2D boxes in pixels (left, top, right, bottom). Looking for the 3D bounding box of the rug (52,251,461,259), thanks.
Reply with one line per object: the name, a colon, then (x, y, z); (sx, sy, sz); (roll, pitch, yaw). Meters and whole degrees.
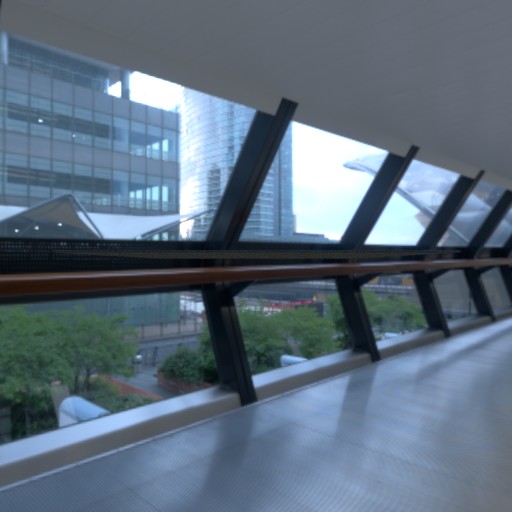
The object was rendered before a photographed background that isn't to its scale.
rug: (0.000, 0.000, 4.142); (2.438, 0.010, 3.048); (0, -1, 0)
